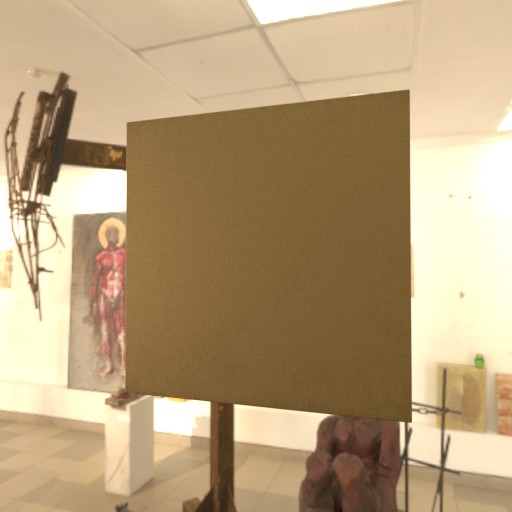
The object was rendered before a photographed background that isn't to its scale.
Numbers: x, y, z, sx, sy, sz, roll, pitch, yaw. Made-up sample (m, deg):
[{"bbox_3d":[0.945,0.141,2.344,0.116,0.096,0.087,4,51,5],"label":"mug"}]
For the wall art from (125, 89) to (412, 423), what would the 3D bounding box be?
[{"bbox_3d":[0.000,0.000,0.764,0.503,0.506,0.030,0,-1,18],"label":"wall art"}]
